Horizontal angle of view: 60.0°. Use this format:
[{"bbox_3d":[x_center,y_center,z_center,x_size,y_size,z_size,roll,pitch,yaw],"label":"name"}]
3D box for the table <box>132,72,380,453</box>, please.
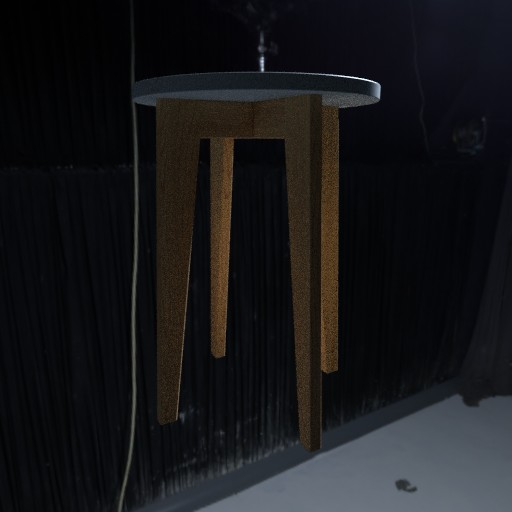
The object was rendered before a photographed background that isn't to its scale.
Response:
[{"bbox_3d":[0.000,0.000,0.709,0.350,0.500,0.350,0,15,0],"label":"table"}]
